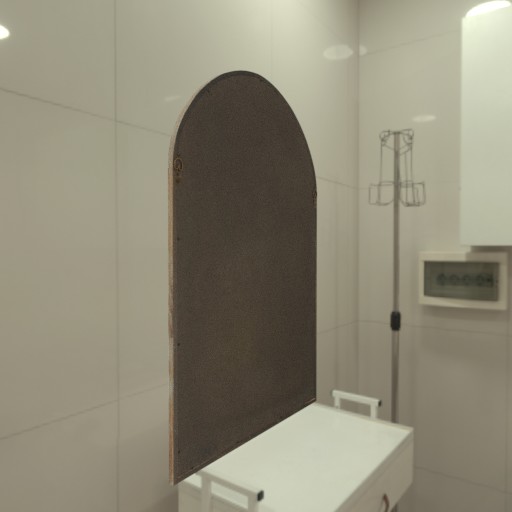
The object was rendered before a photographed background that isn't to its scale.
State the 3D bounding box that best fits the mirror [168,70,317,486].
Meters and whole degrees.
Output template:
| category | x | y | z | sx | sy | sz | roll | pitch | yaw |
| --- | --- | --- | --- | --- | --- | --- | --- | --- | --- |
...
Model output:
| category | x | y | z | sx | sy | sz | roll | pitch | yaw |
| --- | --- | --- | --- | --- | --- | --- | --- | --- | --- |
| mirror | 0.000 | 0.000 | 1.139 | 0.032 | 0.915 | 0.609 | 1 | 1 | 36 |
